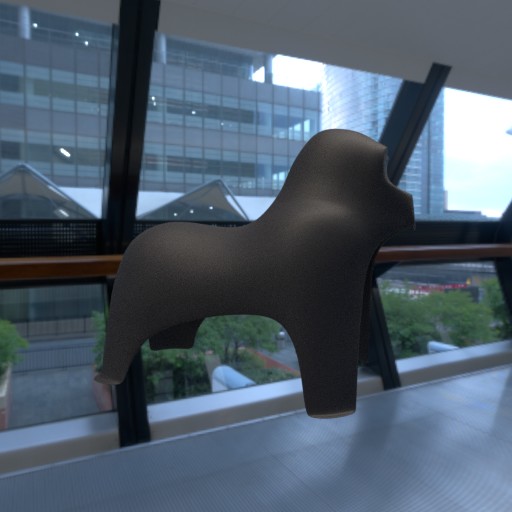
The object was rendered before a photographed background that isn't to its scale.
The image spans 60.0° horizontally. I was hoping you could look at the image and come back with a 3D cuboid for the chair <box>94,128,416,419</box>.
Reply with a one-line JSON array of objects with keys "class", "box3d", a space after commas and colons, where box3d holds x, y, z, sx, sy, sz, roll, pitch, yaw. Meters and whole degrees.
[{"class": "chair", "box3d": [0.000, 0.000, 1.121, 0.758, 0.600, 0.490, 0, 2, 18]}]
